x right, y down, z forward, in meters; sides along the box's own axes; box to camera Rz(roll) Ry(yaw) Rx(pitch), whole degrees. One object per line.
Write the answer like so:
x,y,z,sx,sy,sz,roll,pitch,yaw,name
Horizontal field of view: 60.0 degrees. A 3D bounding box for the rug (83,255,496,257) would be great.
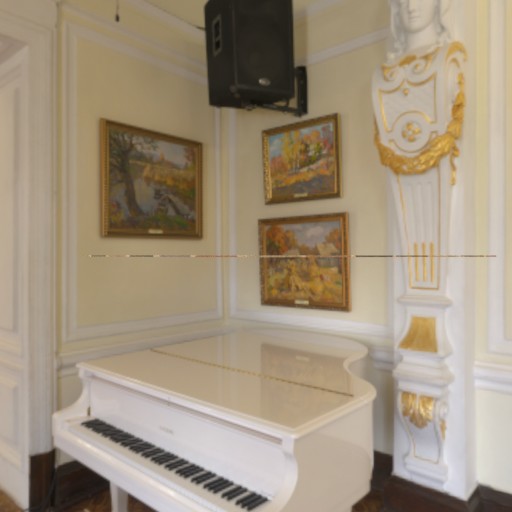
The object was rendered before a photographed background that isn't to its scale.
0.000,0.000,2.846,1.521,0.006,2.284,0,0,-36,rug
